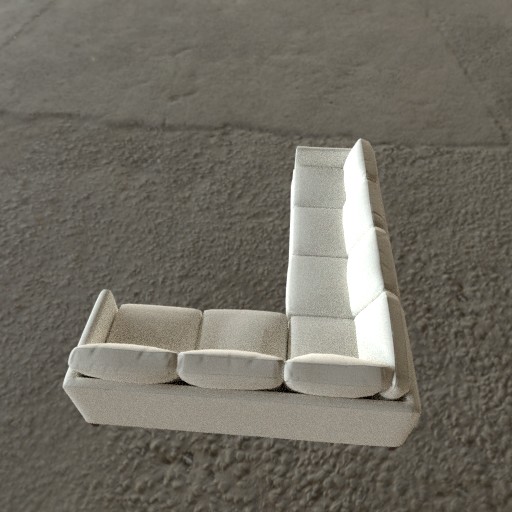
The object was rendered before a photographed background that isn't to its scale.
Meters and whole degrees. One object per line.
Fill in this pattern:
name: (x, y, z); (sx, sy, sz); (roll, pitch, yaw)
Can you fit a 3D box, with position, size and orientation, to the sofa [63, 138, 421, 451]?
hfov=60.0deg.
sofa: (0.000, 0.000, 4.396); (2.593, 0.947, 3.302); (3, 47, 3)
